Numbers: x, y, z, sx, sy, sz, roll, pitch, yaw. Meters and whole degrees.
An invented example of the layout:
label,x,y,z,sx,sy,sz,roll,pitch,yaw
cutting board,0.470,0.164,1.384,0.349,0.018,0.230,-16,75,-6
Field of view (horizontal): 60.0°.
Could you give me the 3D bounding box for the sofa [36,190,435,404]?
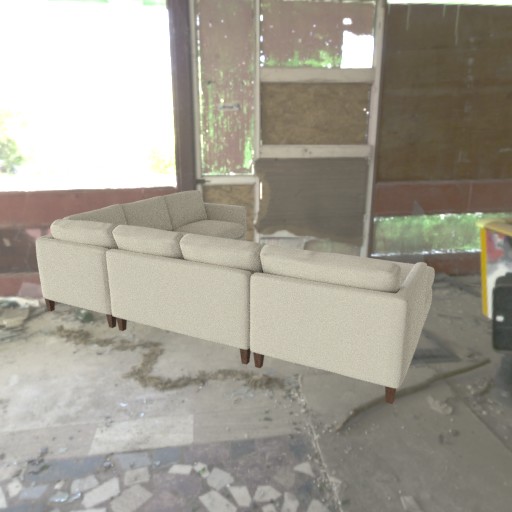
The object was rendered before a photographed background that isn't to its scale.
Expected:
label,x,y,z,sx,sy,sz,roll,pitch,yaw
sofa,0.000,0.000,4.588,3.459,0.956,2.593,8,18,26
